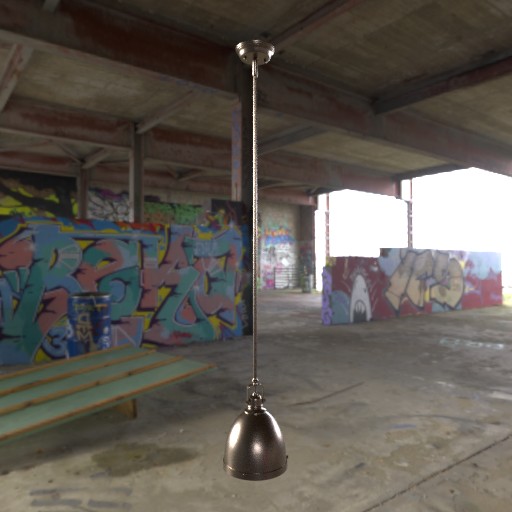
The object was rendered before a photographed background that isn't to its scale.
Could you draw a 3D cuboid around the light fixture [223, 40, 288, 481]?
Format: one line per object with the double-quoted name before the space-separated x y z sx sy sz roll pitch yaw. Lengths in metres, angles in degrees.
"light fixture" 0.000 0.000 1.460 0.217 1.367 0.211 0 -1 -17
